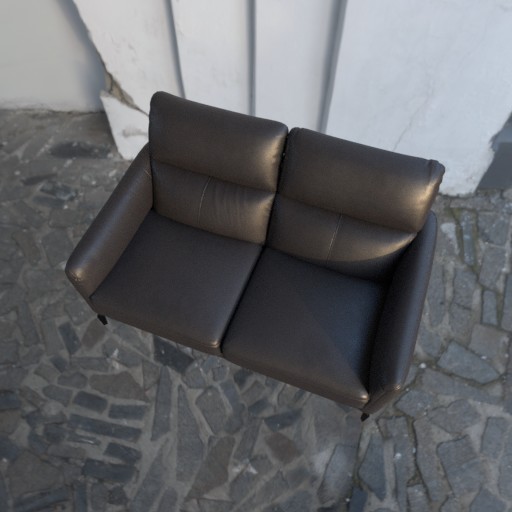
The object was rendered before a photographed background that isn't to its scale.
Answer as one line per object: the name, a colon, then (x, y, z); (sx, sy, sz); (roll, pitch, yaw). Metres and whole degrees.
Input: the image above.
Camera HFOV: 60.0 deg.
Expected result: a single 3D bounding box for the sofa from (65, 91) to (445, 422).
sofa: (0.000, 0.000, 2.157); (1.596, 0.920, 0.958); (18, 59, 11)
